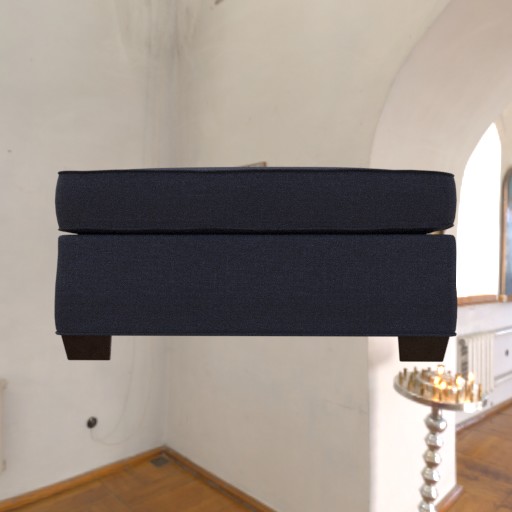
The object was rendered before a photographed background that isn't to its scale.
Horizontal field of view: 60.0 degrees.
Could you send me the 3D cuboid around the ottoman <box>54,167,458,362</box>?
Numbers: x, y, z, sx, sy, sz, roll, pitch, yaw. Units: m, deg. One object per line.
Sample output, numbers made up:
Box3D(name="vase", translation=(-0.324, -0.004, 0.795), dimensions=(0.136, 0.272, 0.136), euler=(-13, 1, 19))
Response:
Box3D(name="ottoman", translation=(0.000, 0.000, 1.188), dimensions=(0.895, 0.453, 0.505), euler=(0, 1, 1))
